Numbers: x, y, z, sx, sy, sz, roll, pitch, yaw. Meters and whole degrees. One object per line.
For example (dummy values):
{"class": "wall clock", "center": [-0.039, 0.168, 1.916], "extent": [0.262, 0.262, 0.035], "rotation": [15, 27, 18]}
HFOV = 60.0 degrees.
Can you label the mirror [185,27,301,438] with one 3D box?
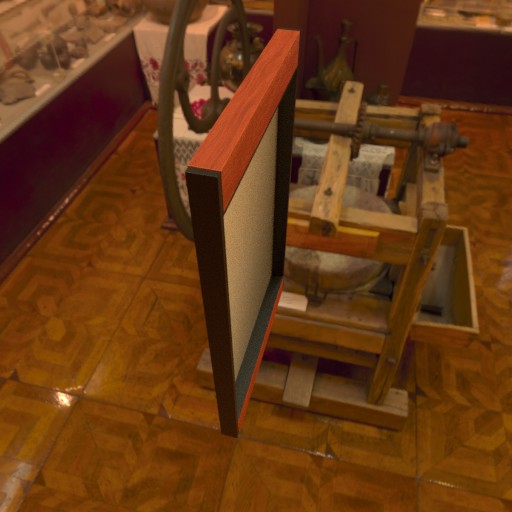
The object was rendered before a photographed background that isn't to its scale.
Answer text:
{"class": "mirror", "center": [0.000, 0.000, 1.030], "extent": [0.047, 0.823, 0.525], "rotation": [11, 47, 11]}
